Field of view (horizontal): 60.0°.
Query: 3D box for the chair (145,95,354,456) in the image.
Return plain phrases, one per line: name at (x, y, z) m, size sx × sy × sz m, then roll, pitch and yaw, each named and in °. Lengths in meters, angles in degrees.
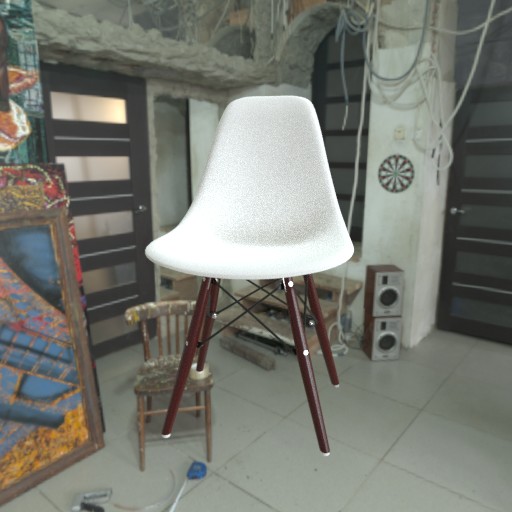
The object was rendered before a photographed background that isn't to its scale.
chair at (0.000, 0.000, 1.115) m, size 0.470 × 0.826 × 0.533 m, roll 2°, pitch 13°, yaw 9°
